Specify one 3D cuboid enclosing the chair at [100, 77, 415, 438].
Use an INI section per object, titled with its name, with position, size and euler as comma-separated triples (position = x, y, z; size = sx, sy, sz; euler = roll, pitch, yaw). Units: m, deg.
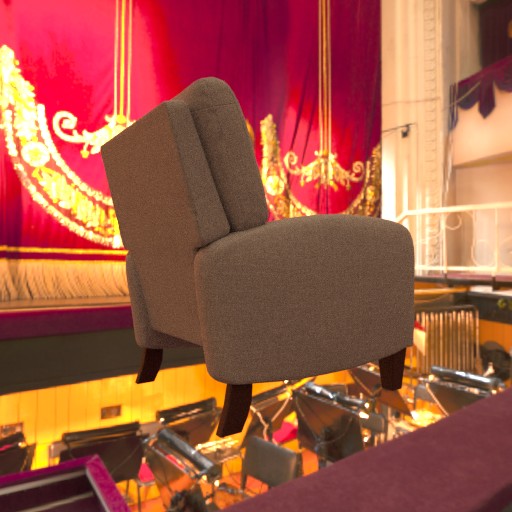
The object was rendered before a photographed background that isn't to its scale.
[chair]
position = 0.000, 0.000, 1.666
size = 0.990, 0.990, 0.762
euler = 0, 0, -35
